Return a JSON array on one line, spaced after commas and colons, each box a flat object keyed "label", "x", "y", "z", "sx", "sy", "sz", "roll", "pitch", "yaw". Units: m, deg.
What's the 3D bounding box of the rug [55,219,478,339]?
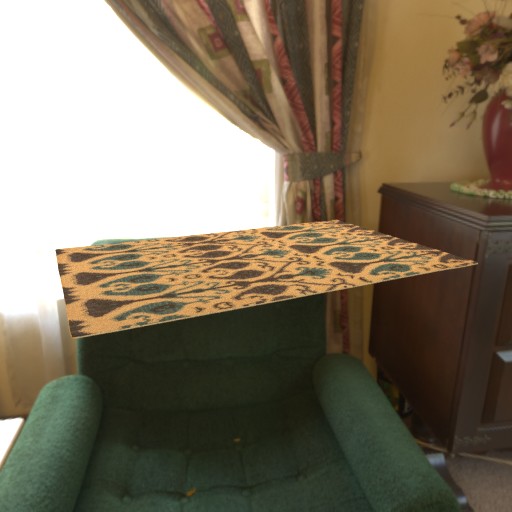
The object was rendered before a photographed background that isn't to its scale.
[{"label": "rug", "x": 0.000, "y": 0.000, "z": 2.086, "sx": 1.698, "sy": 0.013, "sz": 1.072, "roll": -8, "pitch": 18, "yaw": -25}]
